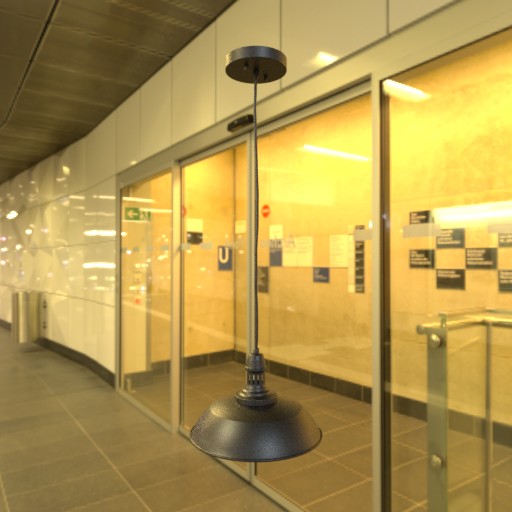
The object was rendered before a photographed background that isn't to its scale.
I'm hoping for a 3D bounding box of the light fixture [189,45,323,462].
[{"bbox_3d":[0.000,0.000,1.119,0.331,0.993,0.331,-1,-1,35],"label":"light fixture"}]
